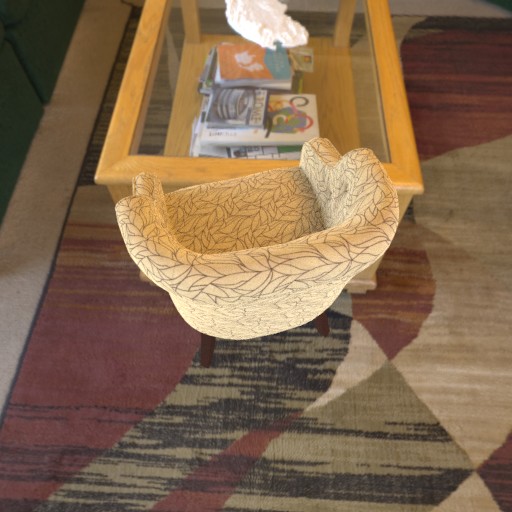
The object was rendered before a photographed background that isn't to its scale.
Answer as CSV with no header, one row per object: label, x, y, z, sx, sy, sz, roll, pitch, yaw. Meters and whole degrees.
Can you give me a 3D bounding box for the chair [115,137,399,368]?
chair,0.000,0.000,1.347,0.686,0.858,0.613,-13,61,-8
